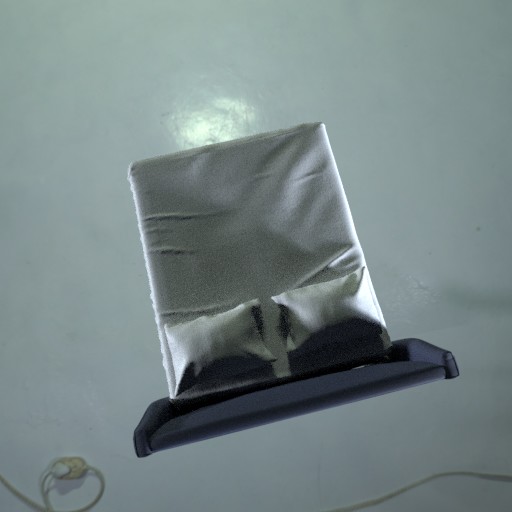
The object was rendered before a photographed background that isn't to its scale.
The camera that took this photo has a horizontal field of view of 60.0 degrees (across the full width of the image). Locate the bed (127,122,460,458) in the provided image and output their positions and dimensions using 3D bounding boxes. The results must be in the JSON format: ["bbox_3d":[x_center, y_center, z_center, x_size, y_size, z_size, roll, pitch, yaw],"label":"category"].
[{"bbox_3d":[0.000,0.000,3.390,1.925,1.332,2.276,-13,76,-3],"label":"bed"}]
